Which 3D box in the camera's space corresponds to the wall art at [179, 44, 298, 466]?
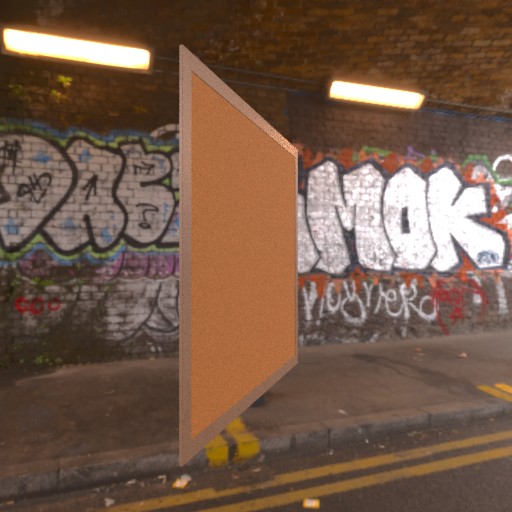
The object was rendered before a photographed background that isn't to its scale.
[{"bbox_3d":[0.000,0.000,1.674,0.025,1.067,1.168,0,0,20],"label":"wall art"}]
